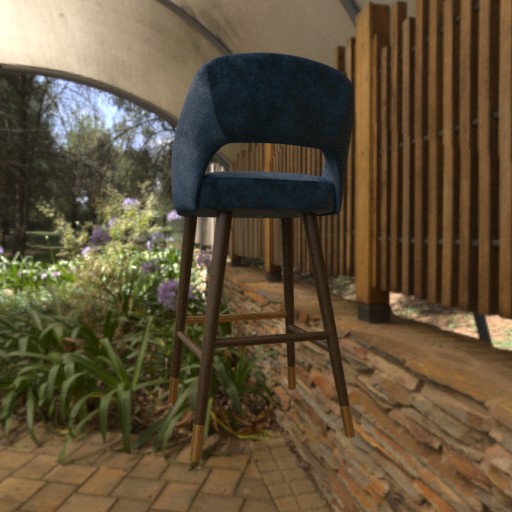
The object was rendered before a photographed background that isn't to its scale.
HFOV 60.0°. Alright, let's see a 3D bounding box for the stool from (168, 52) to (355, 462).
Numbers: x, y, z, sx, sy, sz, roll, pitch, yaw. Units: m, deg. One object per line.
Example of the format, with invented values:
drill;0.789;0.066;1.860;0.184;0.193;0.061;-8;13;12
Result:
stool;0.000;0.000;1.343;0.514;1.016;0.515;-1;2;-18
